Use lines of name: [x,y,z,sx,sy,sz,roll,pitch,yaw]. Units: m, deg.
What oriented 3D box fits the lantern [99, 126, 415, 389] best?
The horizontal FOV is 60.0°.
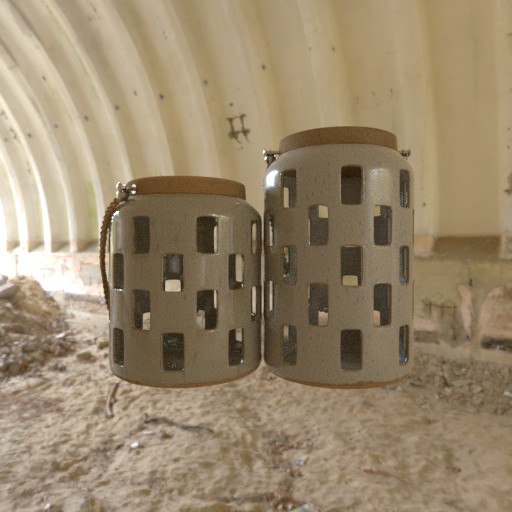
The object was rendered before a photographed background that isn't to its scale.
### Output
lantern: [0.000,0.000,0.505,0.347,0.255,0.184,0,1,1]
